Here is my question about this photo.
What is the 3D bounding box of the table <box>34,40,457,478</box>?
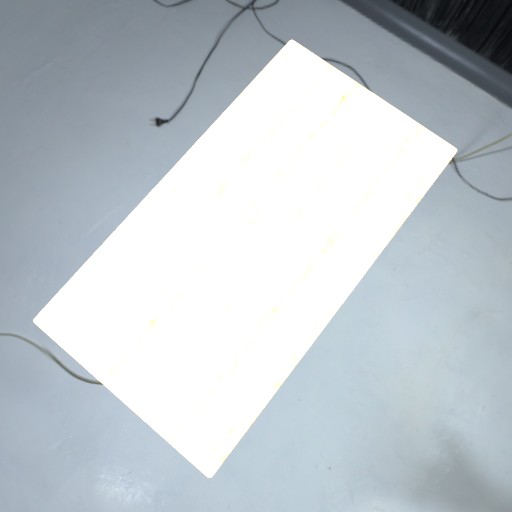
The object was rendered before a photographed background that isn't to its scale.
[{"bbox_3d":[0.000,0.000,2.052,0.900,0.760,1.600,38,79,9],"label":"table"}]
